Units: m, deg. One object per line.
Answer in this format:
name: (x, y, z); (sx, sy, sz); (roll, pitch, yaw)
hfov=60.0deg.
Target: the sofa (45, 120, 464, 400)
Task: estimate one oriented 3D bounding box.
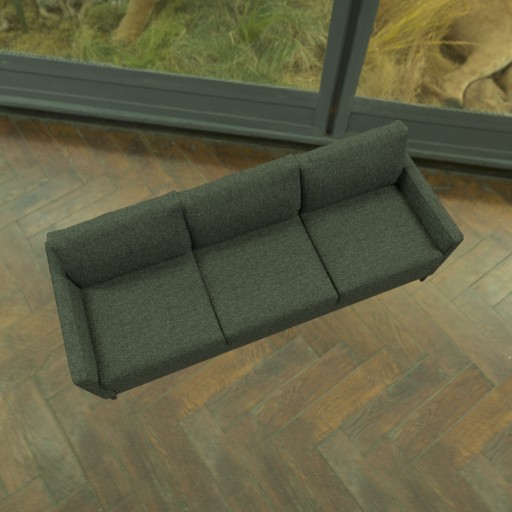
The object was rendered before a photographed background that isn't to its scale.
sofa: (0.000, 0.000, 2.650); (2.253, 0.879, 0.876); (-19, 65, -9)
